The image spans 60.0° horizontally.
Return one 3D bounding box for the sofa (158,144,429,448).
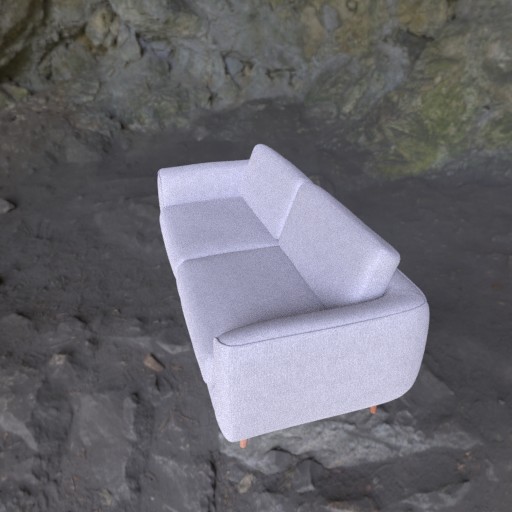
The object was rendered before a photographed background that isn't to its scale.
[{"bbox_3d":[0.000,0.000,2.465,0.920,0.850,2.000,-8,30,-15],"label":"sofa"}]
